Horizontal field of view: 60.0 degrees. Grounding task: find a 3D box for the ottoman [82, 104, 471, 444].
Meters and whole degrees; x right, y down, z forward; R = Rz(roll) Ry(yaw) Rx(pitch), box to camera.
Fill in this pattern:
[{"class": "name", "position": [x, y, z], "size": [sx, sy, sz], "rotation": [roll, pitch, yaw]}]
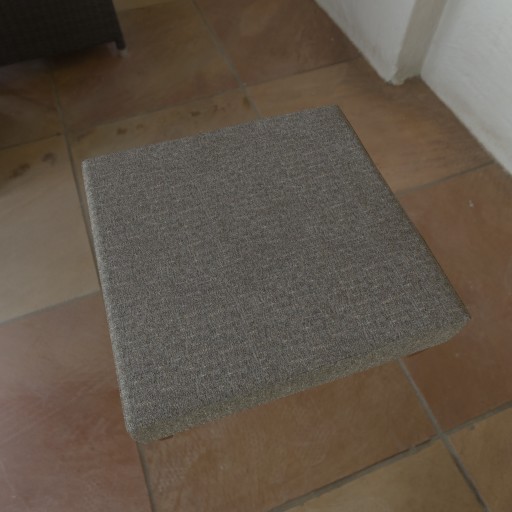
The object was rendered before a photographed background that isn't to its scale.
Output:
[{"class": "ottoman", "position": [0.000, 0.000, 1.550], "size": [1.016, 0.379, 0.981], "rotation": [-16, 60, -9]}]
